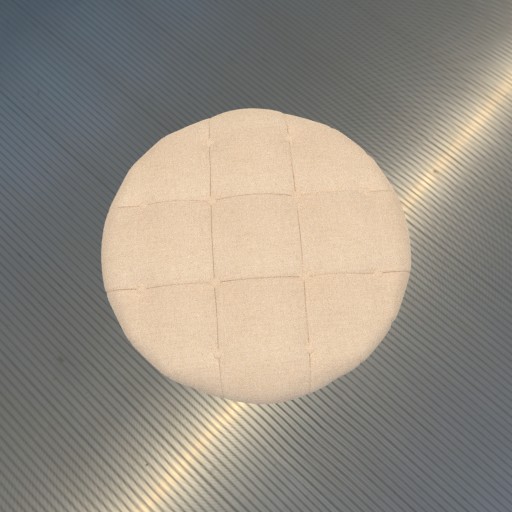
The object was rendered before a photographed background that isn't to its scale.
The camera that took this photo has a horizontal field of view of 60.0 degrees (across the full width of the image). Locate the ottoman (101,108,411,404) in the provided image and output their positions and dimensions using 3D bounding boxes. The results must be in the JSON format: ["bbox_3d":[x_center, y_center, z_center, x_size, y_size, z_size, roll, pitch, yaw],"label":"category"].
[{"bbox_3d":[0.000,0.000,1.498,0.940,0.483,0.940,0,75,0],"label":"ottoman"}]
